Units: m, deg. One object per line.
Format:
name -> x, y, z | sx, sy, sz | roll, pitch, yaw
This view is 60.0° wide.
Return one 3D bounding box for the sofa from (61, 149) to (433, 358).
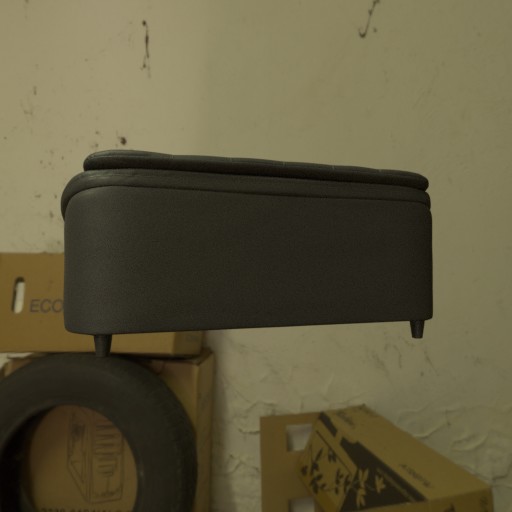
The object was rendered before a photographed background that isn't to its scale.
sofa -> 0.000, 0.000, 2.264 | 1.829, 0.811, 0.800 | 0, -1, -18
